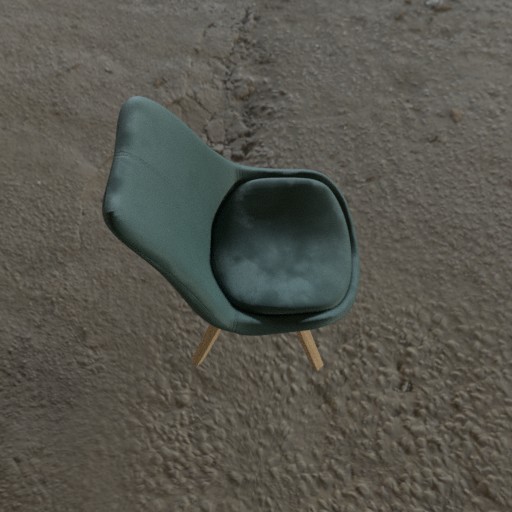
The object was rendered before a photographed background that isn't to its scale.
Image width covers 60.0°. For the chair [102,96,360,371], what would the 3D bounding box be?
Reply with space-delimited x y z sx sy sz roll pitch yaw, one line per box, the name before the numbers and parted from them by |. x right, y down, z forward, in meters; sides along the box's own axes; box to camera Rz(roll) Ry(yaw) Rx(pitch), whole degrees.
chair | 0.000 0.000 1.206 0.547 0.865 0.483 0 64 0
